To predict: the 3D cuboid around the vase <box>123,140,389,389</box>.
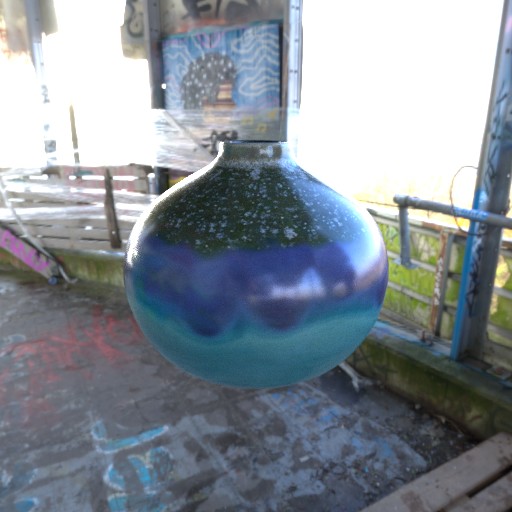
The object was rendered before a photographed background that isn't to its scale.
[{"bbox_3d":[0.000,0.000,0.265,0.154,0.133,0.154,0,17,0],"label":"vase"}]
